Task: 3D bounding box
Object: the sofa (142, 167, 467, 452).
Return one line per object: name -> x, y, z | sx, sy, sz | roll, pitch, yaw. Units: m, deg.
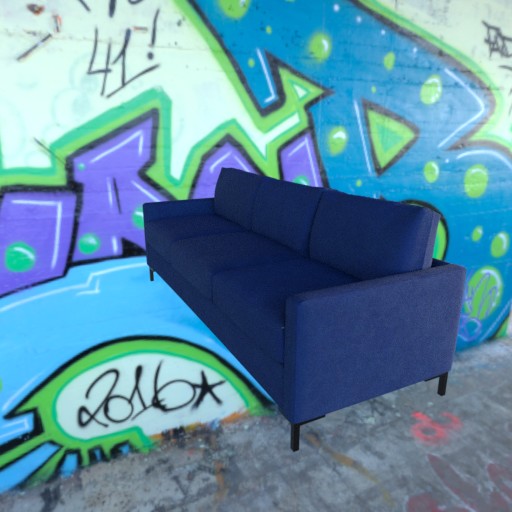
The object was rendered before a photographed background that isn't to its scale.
sofa -> 0.000, 0.000, 2.666 | 0.875, 0.879, 2.252 | -8, 18, -26
